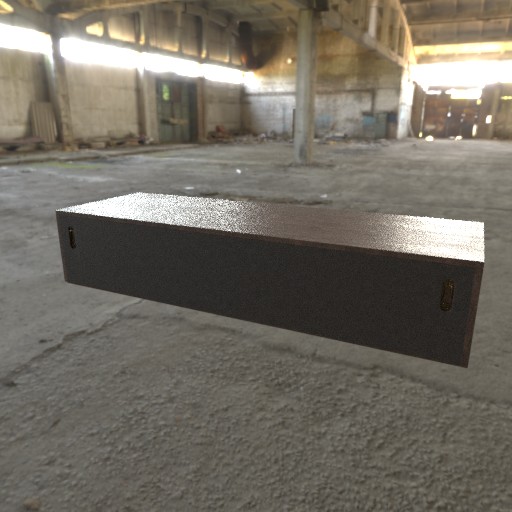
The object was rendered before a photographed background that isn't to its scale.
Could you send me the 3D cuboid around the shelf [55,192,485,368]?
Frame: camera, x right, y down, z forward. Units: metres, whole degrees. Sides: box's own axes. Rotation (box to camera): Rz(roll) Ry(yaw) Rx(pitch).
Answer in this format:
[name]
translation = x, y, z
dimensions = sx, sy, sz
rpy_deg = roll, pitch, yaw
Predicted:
[shelf]
translation = 0.000, 0.000, 0.678
dimensions = 0.610, 0.125, 0.200
rpy_deg = 8, 19, 25
